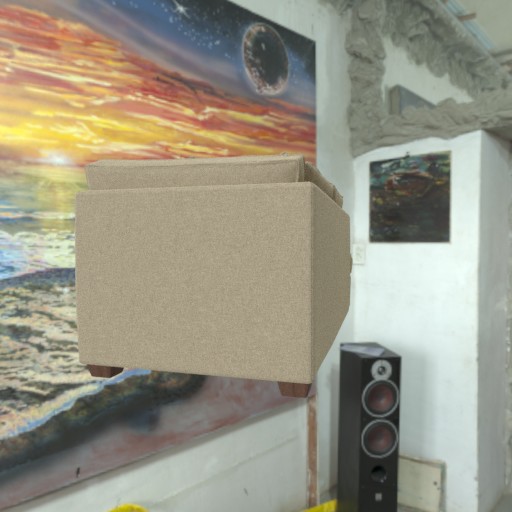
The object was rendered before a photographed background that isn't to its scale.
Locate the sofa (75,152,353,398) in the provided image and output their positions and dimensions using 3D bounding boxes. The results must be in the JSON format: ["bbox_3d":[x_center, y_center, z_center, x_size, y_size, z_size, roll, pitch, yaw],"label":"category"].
[{"bbox_3d":[0.000,0.000,2.870,1.110,1.033,2.237,0,2,16],"label":"sofa"}]
